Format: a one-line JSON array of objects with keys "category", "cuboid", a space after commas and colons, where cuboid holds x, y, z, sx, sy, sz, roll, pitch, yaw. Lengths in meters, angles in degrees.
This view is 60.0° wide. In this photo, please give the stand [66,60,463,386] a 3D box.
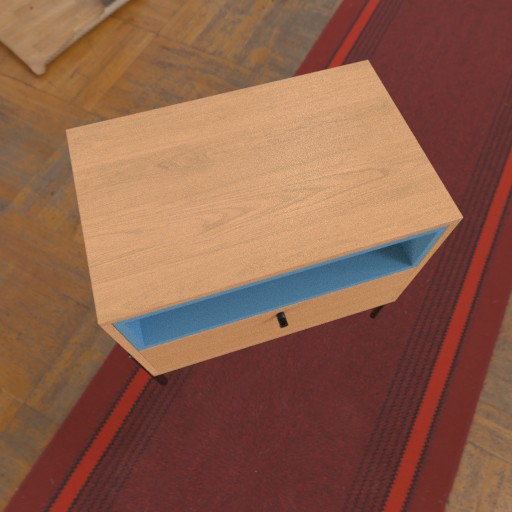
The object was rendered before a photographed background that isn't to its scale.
[{"category": "stand", "cuboid": [0.000, 0.000, 1.010, 0.630, 0.600, 0.400, -16, 65, -8]}]
